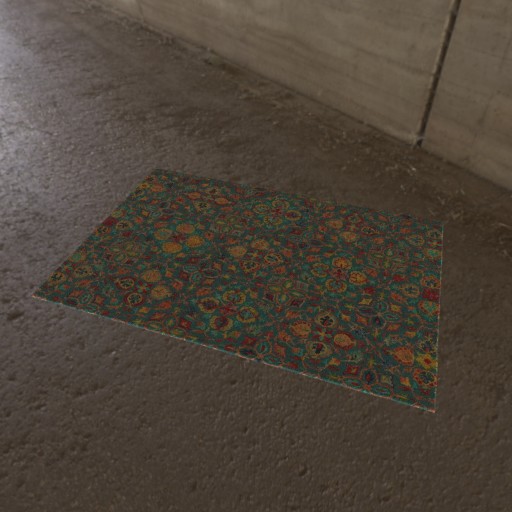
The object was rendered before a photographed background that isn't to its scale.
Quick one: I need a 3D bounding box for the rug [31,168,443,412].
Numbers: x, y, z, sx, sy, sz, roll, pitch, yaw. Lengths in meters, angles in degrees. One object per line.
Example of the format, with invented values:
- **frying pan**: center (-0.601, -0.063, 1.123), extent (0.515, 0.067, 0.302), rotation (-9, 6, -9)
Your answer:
- **rug**: center (0.000, 0.000, 2.880), extent (2.290, 0.016, 1.527), rotation (13, 44, 14)
